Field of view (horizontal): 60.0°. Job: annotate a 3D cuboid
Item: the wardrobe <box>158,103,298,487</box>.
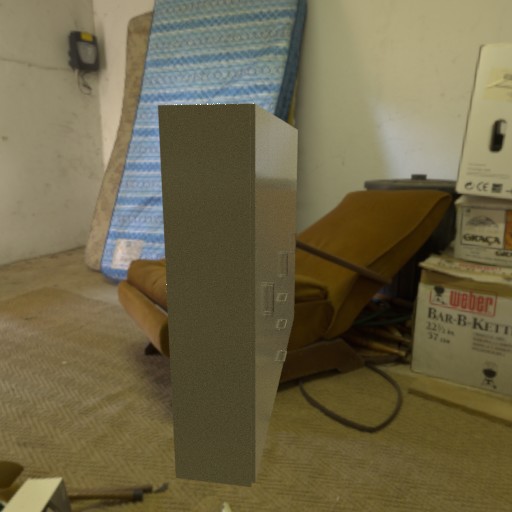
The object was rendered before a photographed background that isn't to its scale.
[{"bbox_3d":[0.000,0.000,4.071,0.580,2.360,3.000,2,13,9],"label":"wardrobe"}]
